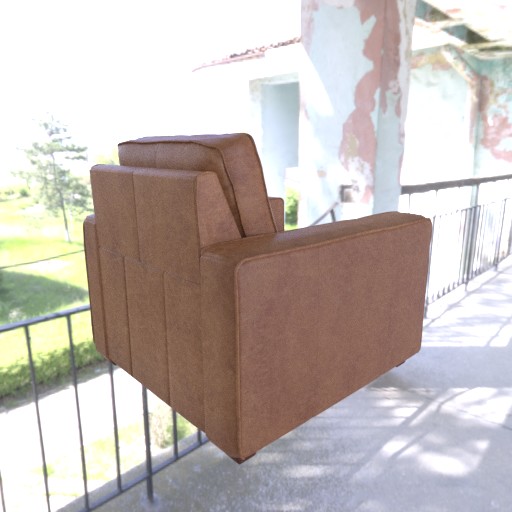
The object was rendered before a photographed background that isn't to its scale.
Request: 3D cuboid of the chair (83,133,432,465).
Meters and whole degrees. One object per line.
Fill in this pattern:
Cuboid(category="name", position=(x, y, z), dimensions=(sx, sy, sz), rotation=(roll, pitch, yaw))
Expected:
Cuboid(category="chair", position=(0.000, 0.000, 1.721), dimensions=(0.987, 0.901, 1.027), rotation=(13, 19, 43))
